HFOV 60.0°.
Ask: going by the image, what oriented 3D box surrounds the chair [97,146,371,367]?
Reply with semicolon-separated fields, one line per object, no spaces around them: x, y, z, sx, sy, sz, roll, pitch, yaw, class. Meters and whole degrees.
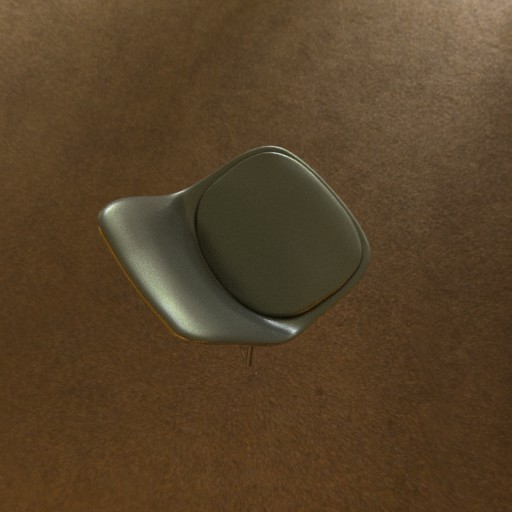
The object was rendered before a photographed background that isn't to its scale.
0.000;0.000;1.171;0.525;0.850;0.461;-37;78;-9;chair
